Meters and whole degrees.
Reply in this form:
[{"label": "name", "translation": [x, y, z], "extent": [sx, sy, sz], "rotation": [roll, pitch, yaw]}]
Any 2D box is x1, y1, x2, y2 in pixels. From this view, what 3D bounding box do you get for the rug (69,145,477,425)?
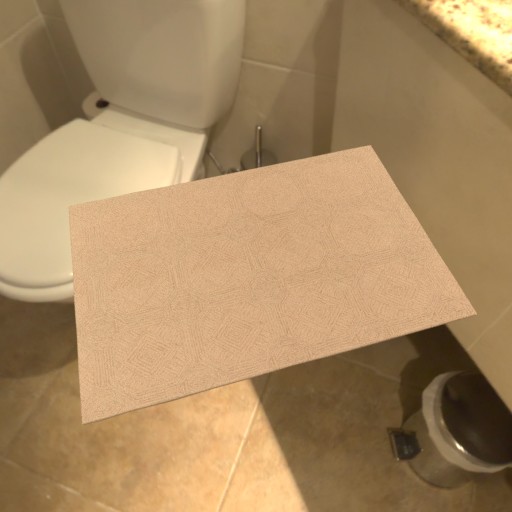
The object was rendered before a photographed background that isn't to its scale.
[{"label": "rug", "translation": [0.000, 0.000, 2.297], "extent": [1.839, 0.009, 1.236], "rotation": [-13, 57, -9]}]
